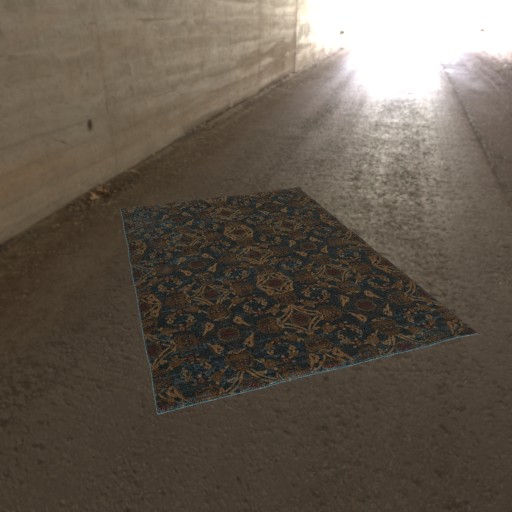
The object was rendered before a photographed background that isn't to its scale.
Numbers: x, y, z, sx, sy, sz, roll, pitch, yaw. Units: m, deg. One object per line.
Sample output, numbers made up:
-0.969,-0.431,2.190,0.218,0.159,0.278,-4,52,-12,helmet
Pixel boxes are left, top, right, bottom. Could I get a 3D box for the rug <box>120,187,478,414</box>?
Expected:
0.000,0.000,4.297,2.337,0.013,3.291,-9,30,-16,rug
